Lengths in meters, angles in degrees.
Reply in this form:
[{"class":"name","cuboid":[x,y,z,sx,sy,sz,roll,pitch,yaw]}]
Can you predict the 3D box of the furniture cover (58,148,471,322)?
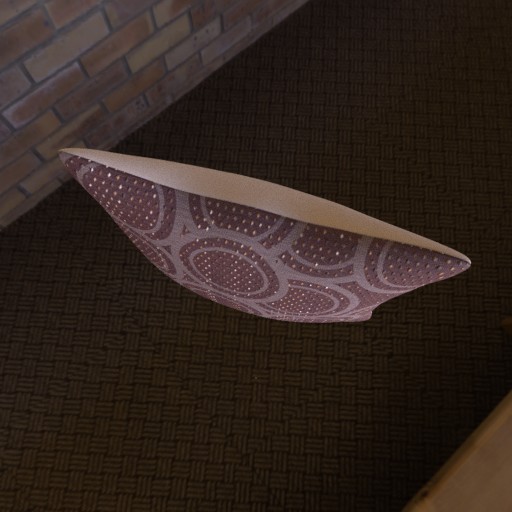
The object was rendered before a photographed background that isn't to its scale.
[{"class":"furniture cover","cuboid":[0.000,0.000,0.806,0.552,0.509,0.193,16,75,4]}]
